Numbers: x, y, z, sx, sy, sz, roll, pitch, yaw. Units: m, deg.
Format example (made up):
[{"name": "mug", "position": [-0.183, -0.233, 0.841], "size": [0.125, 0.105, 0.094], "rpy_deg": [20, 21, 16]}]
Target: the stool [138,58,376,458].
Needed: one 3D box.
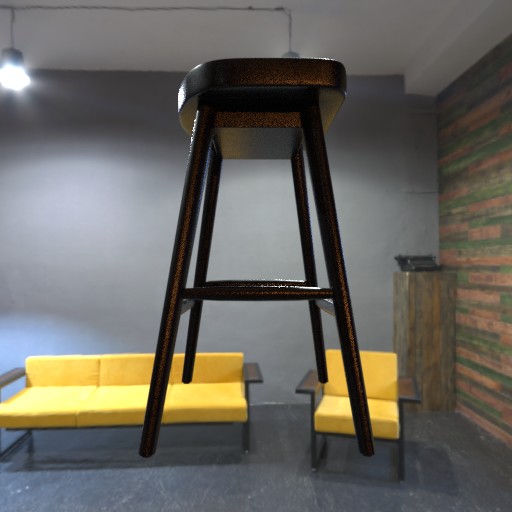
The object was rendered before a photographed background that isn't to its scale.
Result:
[{"name": "stool", "position": [0.000, 0.000, 0.887], "size": [0.361, 0.615, 0.440], "rpy_deg": [0, -1, -1]}]
